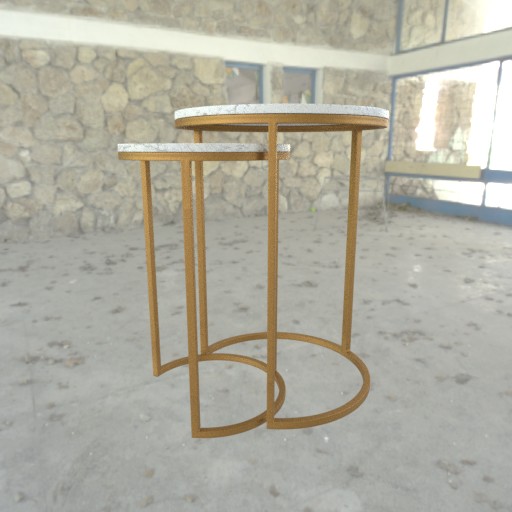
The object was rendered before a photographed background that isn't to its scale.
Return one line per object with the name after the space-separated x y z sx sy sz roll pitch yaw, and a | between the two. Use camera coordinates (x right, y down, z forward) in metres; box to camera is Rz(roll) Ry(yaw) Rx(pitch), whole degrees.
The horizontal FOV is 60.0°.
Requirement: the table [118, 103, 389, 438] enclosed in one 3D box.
0.000 0.000 0.891 0.507 0.550 0.400 -7 15 -27 | table
